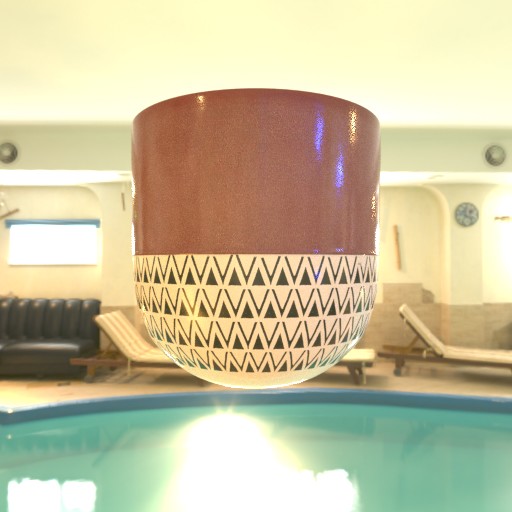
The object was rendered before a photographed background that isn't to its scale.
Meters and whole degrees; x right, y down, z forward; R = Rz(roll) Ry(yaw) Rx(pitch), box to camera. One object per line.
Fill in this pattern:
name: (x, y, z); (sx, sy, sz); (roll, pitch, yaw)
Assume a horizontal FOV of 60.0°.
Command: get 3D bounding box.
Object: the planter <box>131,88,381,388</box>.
planter: (0.000, 0.000, 0.489); (0.266, 0.270, 0.266); (0, -1, 0)
